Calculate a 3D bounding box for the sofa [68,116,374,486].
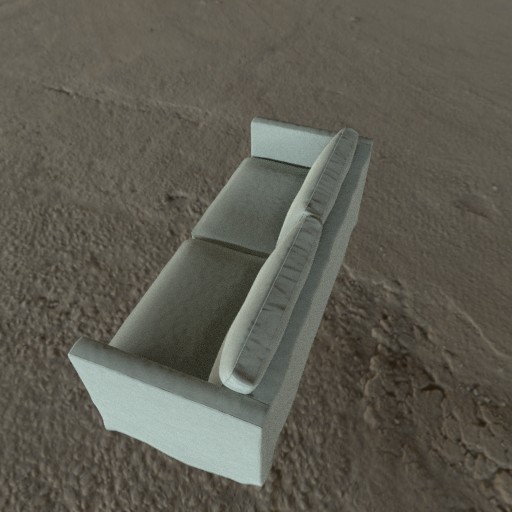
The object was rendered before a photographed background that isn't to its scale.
[{"bbox_3d":[0.000,0.000,2.769,0.962,0.853,2.312,16,48,15],"label":"sofa"}]
